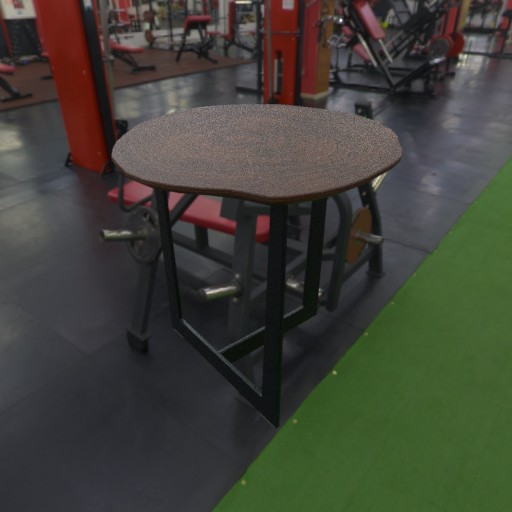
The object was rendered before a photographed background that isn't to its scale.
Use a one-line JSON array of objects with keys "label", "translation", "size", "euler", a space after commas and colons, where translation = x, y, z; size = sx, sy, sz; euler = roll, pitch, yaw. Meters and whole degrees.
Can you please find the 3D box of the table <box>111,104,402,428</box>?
[{"label": "table", "translation": [0.000, 0.000, 0.876], "size": [0.477, 0.476, 0.494], "euler": [23, 38, 33]}]
